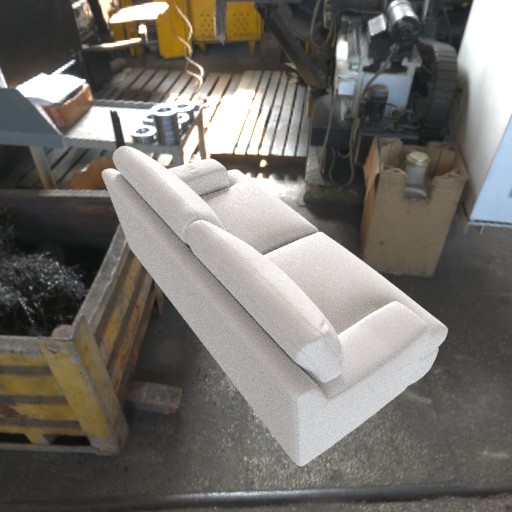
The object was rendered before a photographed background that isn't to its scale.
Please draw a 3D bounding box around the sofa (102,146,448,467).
[{"bbox_3d":[0.000,0.000,2.857,1.143,0.940,2.261,-25,47,-26],"label":"sofa"}]
